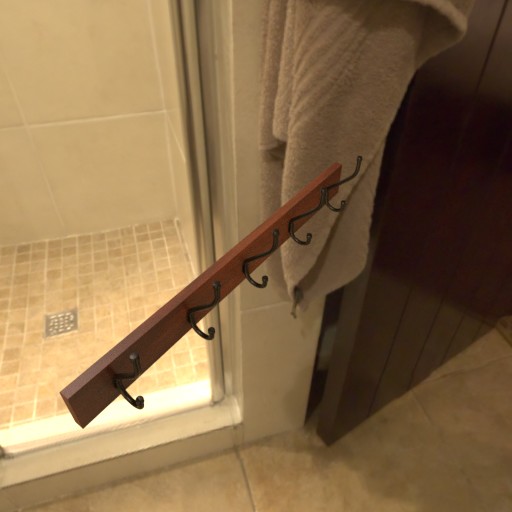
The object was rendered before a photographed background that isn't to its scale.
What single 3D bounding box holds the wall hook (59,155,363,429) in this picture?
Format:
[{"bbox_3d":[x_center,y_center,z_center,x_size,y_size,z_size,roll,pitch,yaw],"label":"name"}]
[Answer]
[{"bbox_3d":[0.000,0.000,0.603,0.071,0.117,0.571,26,48,26],"label":"wall hook"}]
